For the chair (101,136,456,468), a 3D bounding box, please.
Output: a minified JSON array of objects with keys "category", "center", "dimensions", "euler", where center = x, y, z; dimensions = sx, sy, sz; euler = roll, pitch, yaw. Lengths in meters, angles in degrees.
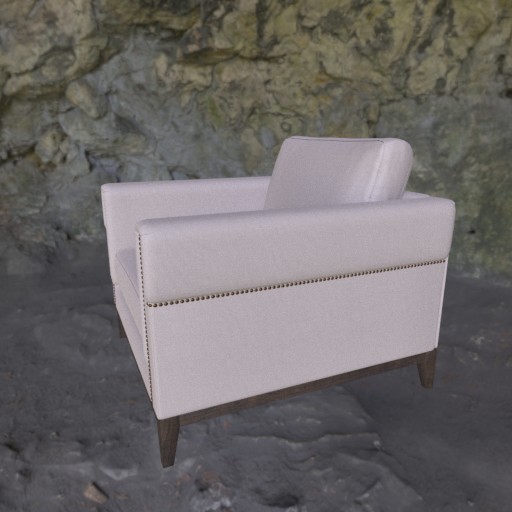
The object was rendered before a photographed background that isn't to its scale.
[{"category":"chair","center":[0.000,0.000,1.619],"dimensions":[0.959,0.838,0.914],"euler":[-7,17,-23]}]
